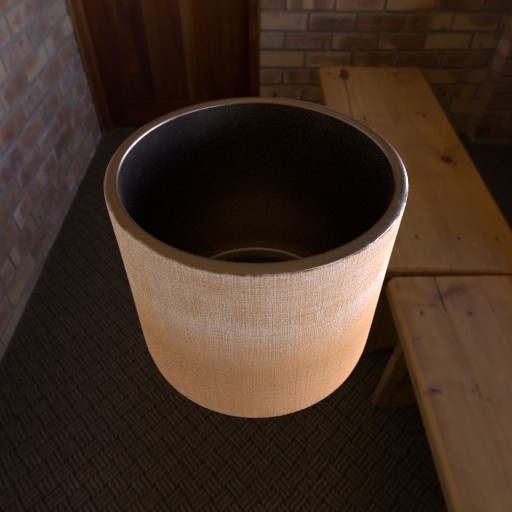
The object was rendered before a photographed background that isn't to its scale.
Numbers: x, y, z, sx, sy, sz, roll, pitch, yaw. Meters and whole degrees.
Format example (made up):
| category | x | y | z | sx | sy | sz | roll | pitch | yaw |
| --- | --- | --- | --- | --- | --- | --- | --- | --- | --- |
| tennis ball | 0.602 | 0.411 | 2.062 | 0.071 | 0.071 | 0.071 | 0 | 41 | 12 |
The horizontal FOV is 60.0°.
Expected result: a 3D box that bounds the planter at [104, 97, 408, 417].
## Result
| category | x | y | z | sx | sy | sz | roll | pitch | yaw |
| --- | --- | --- | --- | --- | --- | --- | --- | --- | --- |
| planter | 0.000 | 0.000 | 0.449 | 0.254 | 0.221 | 0.254 | 0 | 45 | 0 |
